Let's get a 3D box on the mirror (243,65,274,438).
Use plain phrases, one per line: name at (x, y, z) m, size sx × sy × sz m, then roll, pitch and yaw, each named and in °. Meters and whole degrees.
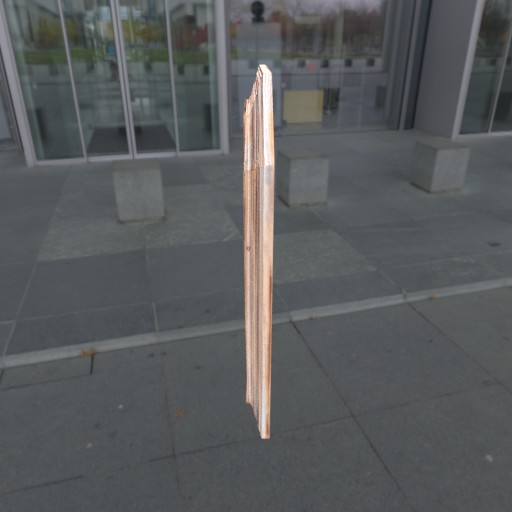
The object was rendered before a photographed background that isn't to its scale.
mirror at (0.000, 0.000, 1.300) m, size 0.061 × 1.015 × 0.709 m, roll 0°, pitch 26°, yaw -1°
